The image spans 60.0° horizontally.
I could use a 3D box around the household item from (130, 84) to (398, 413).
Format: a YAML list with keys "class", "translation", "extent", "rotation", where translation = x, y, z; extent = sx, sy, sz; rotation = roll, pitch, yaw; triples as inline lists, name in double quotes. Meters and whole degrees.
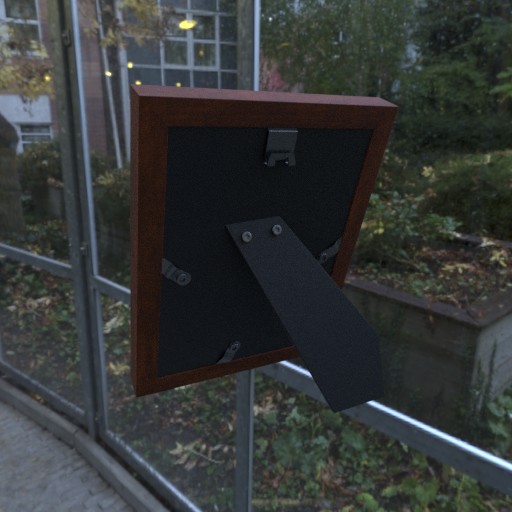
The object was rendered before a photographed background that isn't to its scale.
- class: "household item"
  translation: [0.000, 0.000, 0.298]
  extent: [0.160, 0.204, 0.096]
  rotation: [-7, 16, -26]
